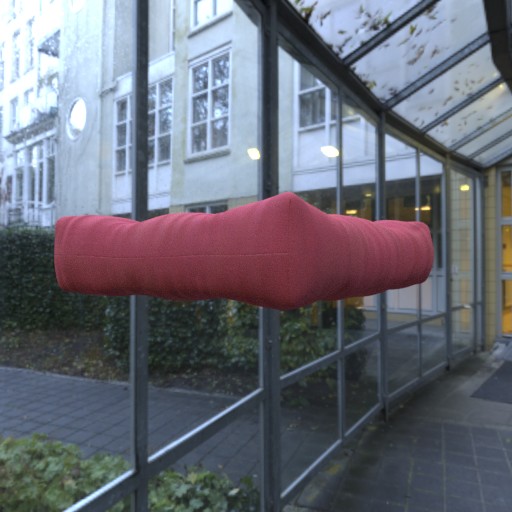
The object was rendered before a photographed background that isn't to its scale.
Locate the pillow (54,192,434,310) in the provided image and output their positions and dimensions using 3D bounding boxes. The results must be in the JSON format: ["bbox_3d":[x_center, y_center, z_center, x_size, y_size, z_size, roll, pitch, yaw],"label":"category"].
[{"bbox_3d":[0.000,0.000,0.749,0.468,0.128,0.490,-1,-1,37],"label":"pillow"}]
